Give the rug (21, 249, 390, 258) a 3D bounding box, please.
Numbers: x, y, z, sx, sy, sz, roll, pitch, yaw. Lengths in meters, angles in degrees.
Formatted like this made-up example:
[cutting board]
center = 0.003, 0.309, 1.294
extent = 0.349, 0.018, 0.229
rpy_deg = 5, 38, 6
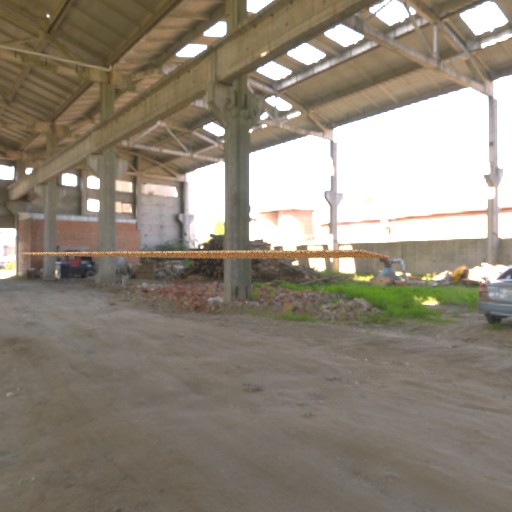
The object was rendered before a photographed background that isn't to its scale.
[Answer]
[rug]
center = 0.000, 0.000, 2.783
extent = 1.566, 0.013, 2.141
rpy_deg = 0, -1, 18
